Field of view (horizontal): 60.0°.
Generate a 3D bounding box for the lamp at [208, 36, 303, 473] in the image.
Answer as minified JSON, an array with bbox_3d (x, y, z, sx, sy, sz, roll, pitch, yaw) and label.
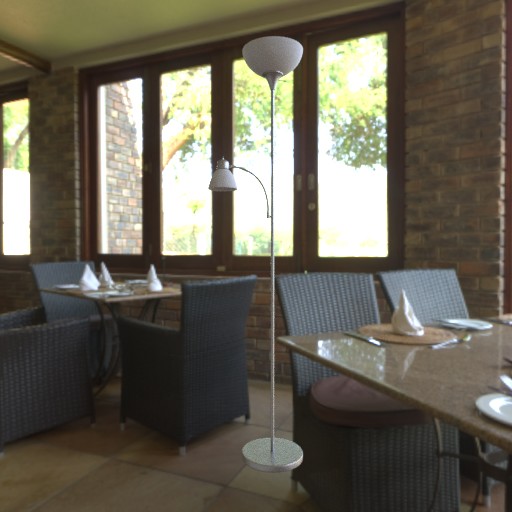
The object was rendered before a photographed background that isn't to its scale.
[{"bbox_3d":[0.000,0.000,1.944,0.425,1.804,0.279,0,1,-18],"label":"lamp"}]
